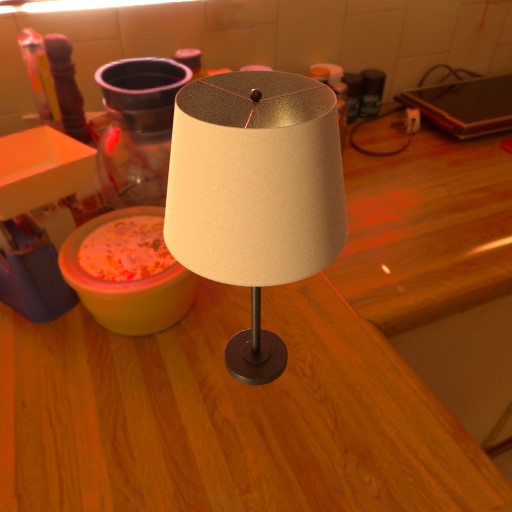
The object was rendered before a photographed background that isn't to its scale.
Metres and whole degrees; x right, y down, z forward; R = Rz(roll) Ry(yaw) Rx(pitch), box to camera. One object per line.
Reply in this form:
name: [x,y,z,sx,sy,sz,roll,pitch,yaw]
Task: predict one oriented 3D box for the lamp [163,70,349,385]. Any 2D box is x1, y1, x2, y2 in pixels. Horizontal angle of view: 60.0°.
lamp: [0.000,0.000,0.935,0.363,0.696,0.363,0,40,0]
